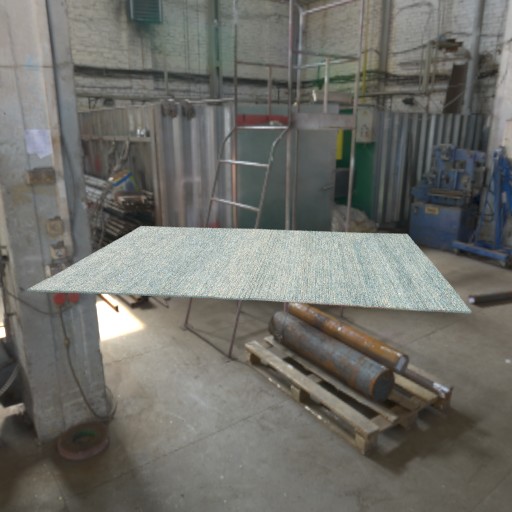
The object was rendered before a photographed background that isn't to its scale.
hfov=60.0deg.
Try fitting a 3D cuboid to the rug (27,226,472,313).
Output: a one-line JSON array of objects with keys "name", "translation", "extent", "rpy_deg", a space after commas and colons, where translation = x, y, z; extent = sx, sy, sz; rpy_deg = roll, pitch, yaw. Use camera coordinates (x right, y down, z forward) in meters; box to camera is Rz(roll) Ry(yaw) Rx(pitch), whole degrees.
[{"name": "rug", "translation": [0.000, 0.000, 2.966], "extent": [2.260, 0.026, 1.611], "rpy_deg": [2, 16, 8]}]
